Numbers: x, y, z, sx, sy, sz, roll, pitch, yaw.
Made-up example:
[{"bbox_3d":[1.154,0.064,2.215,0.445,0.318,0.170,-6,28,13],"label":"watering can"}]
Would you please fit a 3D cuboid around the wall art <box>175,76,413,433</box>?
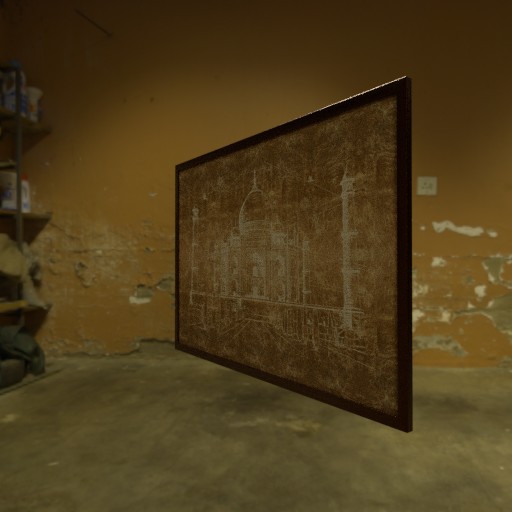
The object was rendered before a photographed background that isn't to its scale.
[{"bbox_3d":[0.000,0.000,1.026,0.014,0.559,0.816,0,-1,-36],"label":"wall art"}]
